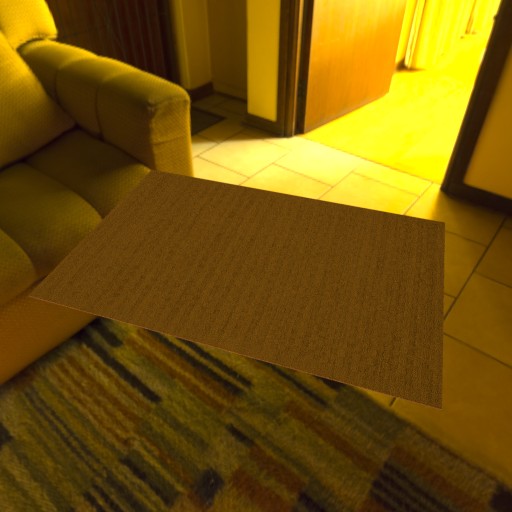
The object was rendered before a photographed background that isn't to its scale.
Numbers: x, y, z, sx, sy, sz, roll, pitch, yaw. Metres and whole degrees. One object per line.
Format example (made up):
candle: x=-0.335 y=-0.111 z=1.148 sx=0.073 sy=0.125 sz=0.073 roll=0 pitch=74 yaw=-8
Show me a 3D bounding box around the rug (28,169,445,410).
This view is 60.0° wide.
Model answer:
rug: x=0.000 y=0.000 z=2.170 sx=1.752 sy=0.006 sz=1.142 roll=12 pitch=43 yaw=14
